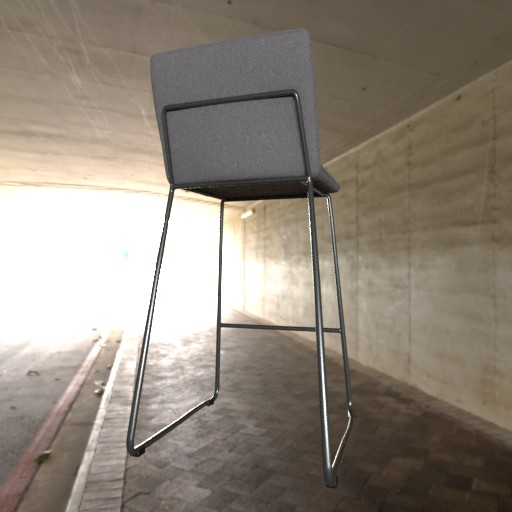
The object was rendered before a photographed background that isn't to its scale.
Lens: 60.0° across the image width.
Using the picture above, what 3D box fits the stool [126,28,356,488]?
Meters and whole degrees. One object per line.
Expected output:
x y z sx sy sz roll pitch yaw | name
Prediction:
0.000 0.000 1.194 0.490 0.960 0.490 0 -1 18 | stool
